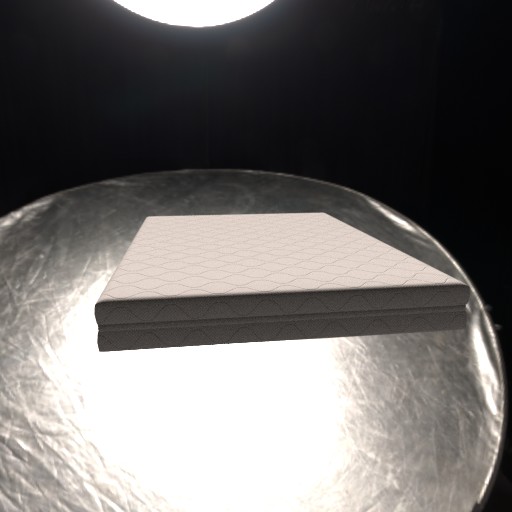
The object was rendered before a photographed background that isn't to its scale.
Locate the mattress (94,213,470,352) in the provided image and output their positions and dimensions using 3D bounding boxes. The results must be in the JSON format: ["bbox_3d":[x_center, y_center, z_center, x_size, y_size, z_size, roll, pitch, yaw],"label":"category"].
[{"bbox_3d":[0.000,0.000,2.537,1.400,0.200,1.900,-2,14,-8],"label":"mattress"}]
